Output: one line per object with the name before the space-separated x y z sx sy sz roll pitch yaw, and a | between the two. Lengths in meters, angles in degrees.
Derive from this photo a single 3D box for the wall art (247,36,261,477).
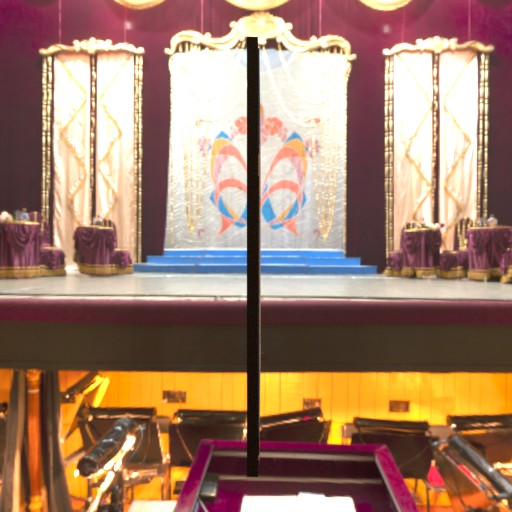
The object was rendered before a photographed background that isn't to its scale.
wall art | 0.000 0.000 0.689 0.013 0.457 0.458 0 0 1
